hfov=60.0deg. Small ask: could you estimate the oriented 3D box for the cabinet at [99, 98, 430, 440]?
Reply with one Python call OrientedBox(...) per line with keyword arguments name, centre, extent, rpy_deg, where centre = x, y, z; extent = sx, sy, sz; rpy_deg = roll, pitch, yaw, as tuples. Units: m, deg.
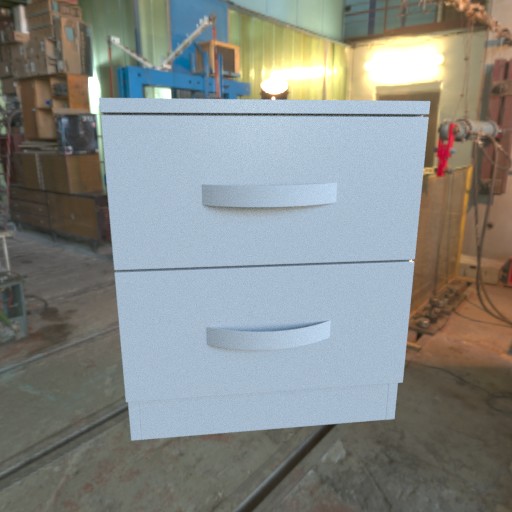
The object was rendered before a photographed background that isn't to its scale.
OrientedBox(name="cabinet", centre=(0.000, 0.000, 0.738), extent=(0.400, 0.470, 0.360), rpy_deg=(-2, 15, -7))
